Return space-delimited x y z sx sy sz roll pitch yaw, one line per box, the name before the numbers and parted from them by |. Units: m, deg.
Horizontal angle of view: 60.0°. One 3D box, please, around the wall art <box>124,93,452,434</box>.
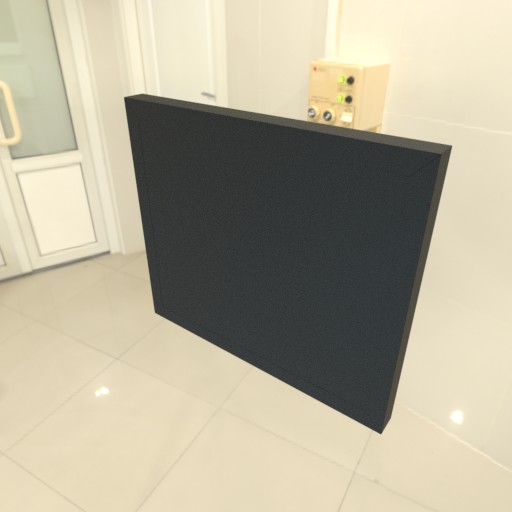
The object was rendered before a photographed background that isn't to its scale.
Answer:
wall art | 0.000 0.000 0.536 0.381 0.330 0.029 21 36 31
